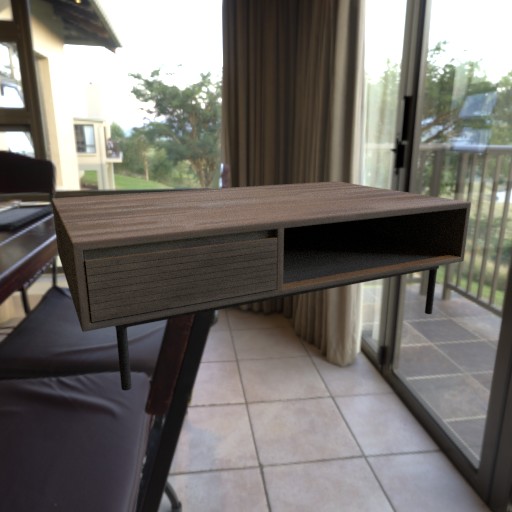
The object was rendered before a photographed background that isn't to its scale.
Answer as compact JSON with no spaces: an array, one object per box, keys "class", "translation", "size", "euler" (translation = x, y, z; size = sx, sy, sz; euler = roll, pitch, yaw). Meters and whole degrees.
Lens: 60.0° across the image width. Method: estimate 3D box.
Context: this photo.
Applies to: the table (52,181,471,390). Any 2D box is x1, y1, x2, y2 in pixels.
[{"class":"table","translation":[0.000,0.000,1.376],"size":[1.088,0.347,0.643],"euler":[-8,17,-26]}]
